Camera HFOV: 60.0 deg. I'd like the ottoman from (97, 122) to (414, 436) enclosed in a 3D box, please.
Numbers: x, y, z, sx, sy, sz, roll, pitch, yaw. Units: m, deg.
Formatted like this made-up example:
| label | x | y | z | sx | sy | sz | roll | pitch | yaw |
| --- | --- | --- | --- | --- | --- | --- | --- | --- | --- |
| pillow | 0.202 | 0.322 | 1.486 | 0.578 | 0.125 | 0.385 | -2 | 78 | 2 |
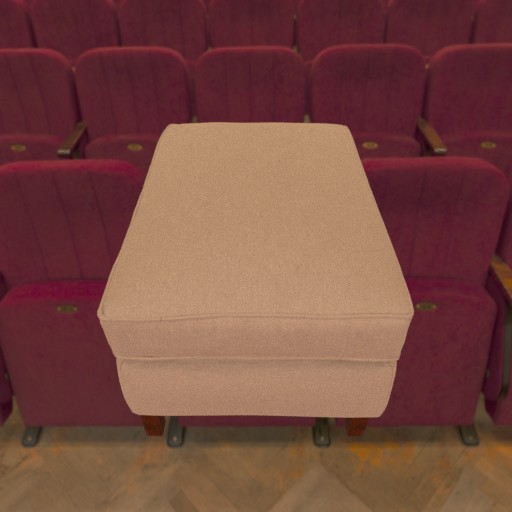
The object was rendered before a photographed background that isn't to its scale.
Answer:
| label | x | y | z | sx | sy | sz | roll | pitch | yaw |
| --- | --- | --- | --- | --- | --- | --- | --- | --- | --- |
| ottoman | 0.000 | 0.000 | 0.978 | 0.501 | 0.456 | 0.665 | 0 | 40 | 0 |
